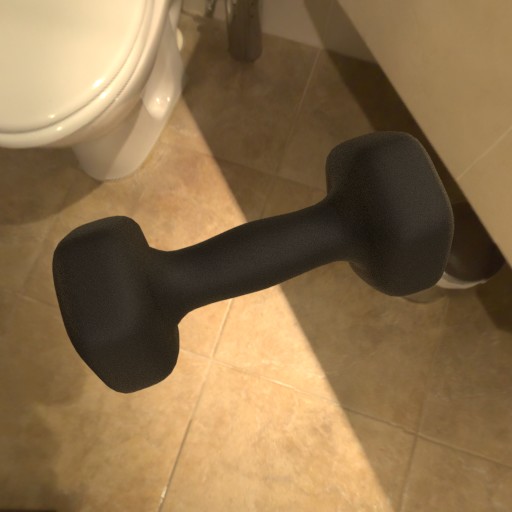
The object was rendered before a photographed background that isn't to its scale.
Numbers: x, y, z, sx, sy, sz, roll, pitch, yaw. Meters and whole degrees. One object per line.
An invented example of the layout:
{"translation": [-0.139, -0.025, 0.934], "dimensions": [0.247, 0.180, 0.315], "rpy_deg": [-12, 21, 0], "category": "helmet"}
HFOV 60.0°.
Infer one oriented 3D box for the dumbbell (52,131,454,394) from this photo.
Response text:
{"translation": [0.000, 0.000, 0.282], "dimensions": [0.231, 0.101, 0.112], "rpy_deg": [-18, 77, -4], "category": "dumbbell"}
